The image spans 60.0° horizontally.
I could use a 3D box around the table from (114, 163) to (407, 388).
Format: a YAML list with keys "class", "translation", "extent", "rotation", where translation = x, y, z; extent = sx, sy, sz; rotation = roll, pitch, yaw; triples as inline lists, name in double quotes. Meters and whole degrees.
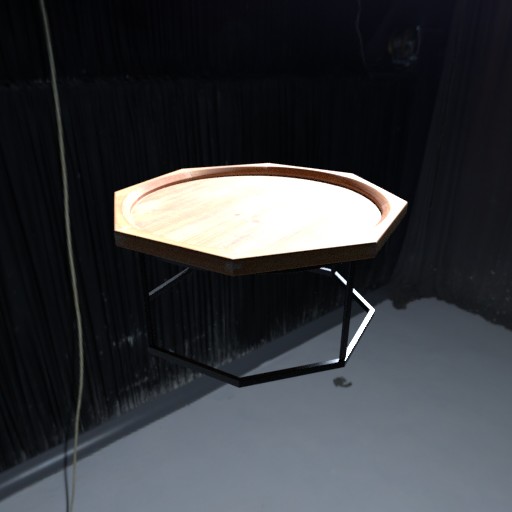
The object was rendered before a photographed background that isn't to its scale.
- class: "table"
  translation: [0.000, 0.000, 1.598]
  extent: [1.002, 0.444, 1.002]
  rotation: [0, 25, 0]
